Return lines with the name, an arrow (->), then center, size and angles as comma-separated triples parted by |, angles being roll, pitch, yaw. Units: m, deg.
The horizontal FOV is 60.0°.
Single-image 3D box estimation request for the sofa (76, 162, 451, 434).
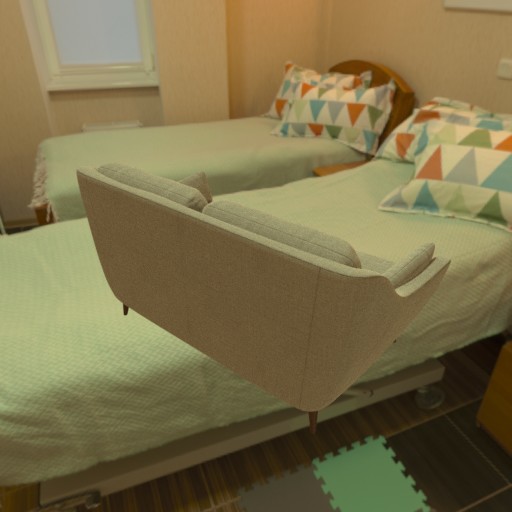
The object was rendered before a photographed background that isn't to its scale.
sofa -> 0.000, 0.000, 2.258 | 1.652, 0.888, 0.965 | 22, 38, 32
